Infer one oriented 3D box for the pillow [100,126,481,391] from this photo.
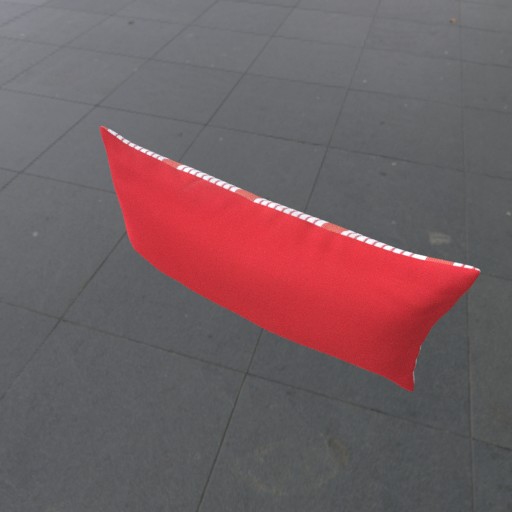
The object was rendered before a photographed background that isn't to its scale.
[{"bbox_3d":[0.000,0.000,0.724,0.608,0.297,0.151,25,51,22],"label":"pillow"}]
